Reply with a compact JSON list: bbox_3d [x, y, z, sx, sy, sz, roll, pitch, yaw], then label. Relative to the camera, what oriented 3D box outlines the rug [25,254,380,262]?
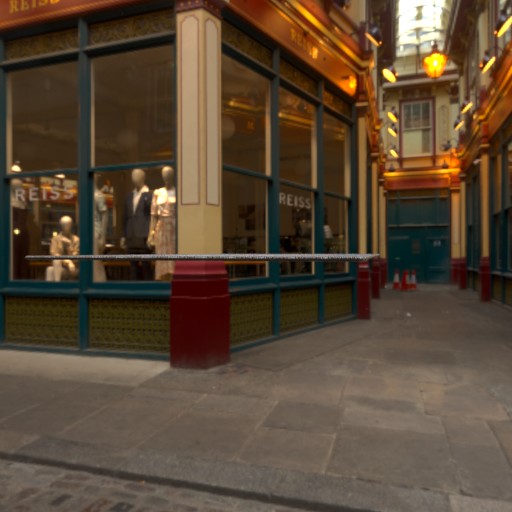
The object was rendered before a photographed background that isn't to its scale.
[{"bbox_3d":[0.000,0.000,2.195,1.144,0.014,1.748,0,1,17],"label":"rug"}]
